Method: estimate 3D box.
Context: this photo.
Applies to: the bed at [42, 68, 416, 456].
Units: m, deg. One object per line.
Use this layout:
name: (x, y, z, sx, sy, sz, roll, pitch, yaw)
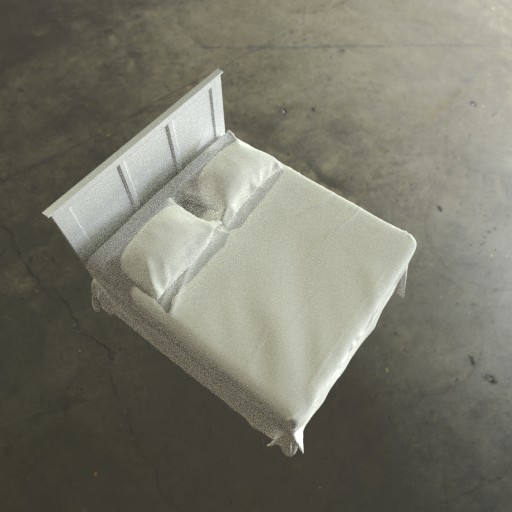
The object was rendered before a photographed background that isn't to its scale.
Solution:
bed: (0.000, 0.000, 3.227, 2.047, 1.269, 1.876, 33, 65, 17)
